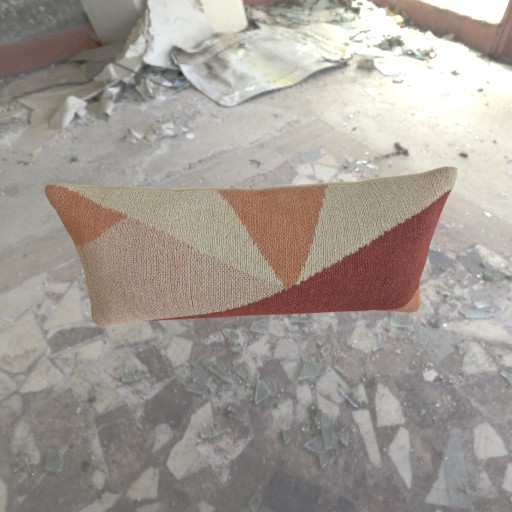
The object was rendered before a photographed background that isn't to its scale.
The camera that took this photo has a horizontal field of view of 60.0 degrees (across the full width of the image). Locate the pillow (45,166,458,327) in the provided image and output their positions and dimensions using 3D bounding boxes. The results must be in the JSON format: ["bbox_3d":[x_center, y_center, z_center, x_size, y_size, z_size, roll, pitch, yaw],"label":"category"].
[{"bbox_3d":[0.000,0.000,0.731,0.609,0.292,0.155,-2,46,-2],"label":"pillow"}]
